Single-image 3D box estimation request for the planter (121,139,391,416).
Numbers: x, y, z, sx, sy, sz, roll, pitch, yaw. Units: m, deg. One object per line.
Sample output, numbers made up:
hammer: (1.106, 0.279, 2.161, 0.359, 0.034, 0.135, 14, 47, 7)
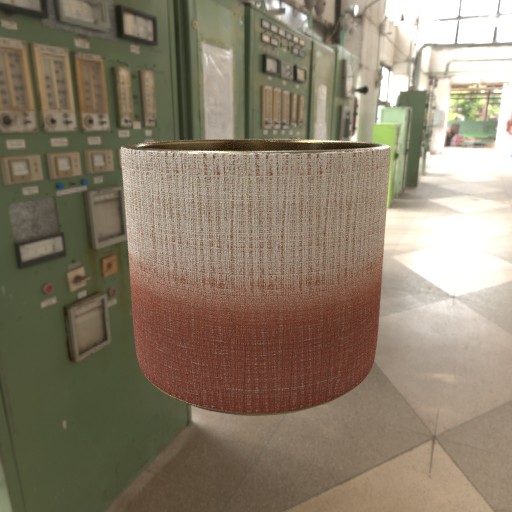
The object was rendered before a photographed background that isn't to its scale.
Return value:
planter: (0.000, 0.000, 0.320, 0.178, 0.157, 0.178, 0, 17, 0)
